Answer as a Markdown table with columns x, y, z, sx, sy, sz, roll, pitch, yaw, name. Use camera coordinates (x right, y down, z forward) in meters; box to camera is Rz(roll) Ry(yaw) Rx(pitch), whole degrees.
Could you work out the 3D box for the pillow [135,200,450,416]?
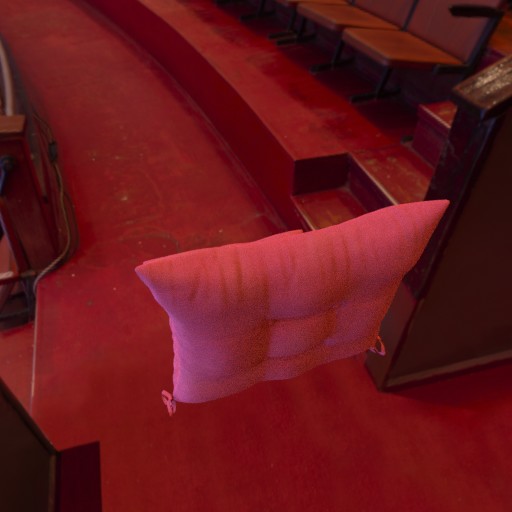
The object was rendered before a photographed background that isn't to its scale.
| x | y | z | sx | sy | sz | roll | pitch | yaw | name |
| --- | --- | --- | --- | --- | --- | --- | --- | --- | --- |
| 0.000 | 0.000 | 1.005 | 0.541 | 0.536 | 0.585 | -13 | 44 | -13 | pillow |
